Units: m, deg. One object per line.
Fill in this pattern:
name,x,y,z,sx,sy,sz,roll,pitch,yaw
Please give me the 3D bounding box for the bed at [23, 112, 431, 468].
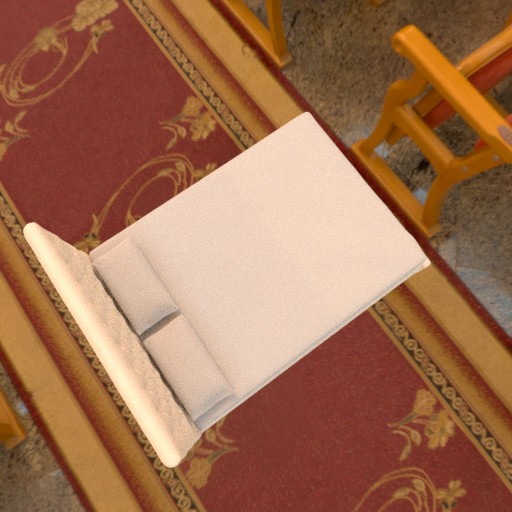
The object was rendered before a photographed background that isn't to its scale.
bed,0.000,0.000,3.393,2.387,1.427,1.698,-35,79,-8
